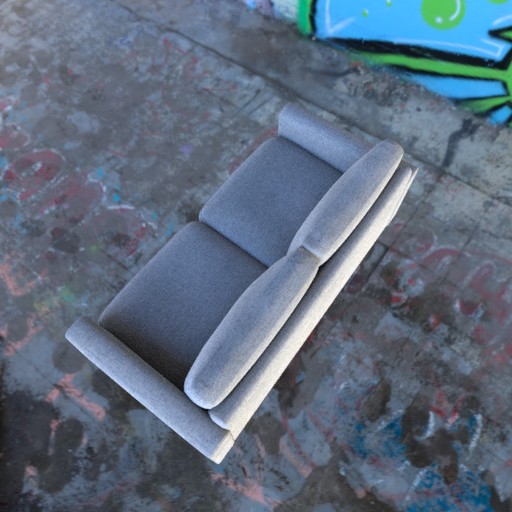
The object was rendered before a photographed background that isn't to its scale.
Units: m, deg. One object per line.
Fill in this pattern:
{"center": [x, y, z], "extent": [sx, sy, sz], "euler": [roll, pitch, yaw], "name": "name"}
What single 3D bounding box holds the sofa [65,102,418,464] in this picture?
{"center": [0.000, 0.000, 2.548], "extent": [0.969, 0.892, 1.978], "euler": [33, 67, 16], "name": "sofa"}
